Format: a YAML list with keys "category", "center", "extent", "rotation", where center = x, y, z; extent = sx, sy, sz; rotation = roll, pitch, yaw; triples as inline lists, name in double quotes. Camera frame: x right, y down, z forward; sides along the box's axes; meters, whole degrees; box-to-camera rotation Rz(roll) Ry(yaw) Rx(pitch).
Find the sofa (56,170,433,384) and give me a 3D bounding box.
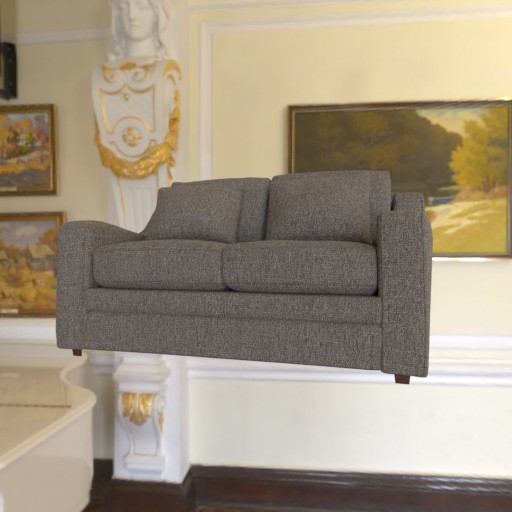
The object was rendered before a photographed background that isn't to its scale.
- category: "sofa"
  center: [0.000, 0.000, 2.415]
  extent: [1.778, 0.991, 1.120]
  rotation: [0, 0, 19]
